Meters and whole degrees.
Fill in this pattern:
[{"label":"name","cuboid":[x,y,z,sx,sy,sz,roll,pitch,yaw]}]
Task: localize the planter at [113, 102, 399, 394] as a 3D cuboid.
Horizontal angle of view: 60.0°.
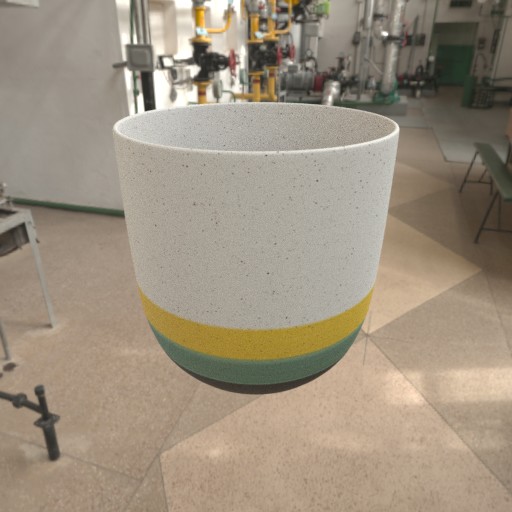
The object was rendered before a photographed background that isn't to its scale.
[{"label":"planter","cuboid":[0.000,0.000,0.360,0.195,0.214,0.195,0,26,0]}]
